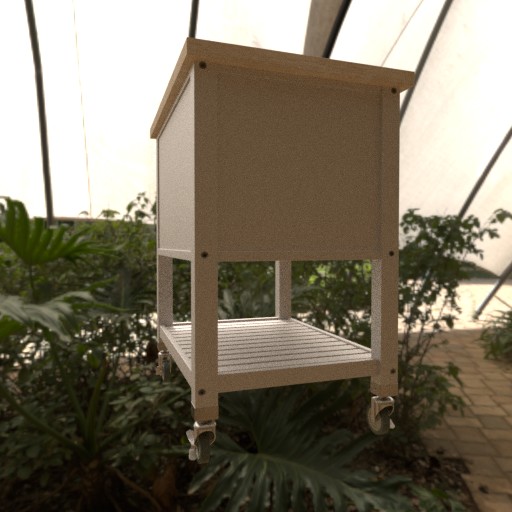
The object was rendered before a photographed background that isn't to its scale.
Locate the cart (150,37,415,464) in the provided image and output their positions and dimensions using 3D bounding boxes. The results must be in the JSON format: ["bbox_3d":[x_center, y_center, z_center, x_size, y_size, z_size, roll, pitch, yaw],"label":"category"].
[{"bbox_3d":[0.000,0.000,1.363,0.559,0.914,0.762,0,2,-19],"label":"cart"}]
